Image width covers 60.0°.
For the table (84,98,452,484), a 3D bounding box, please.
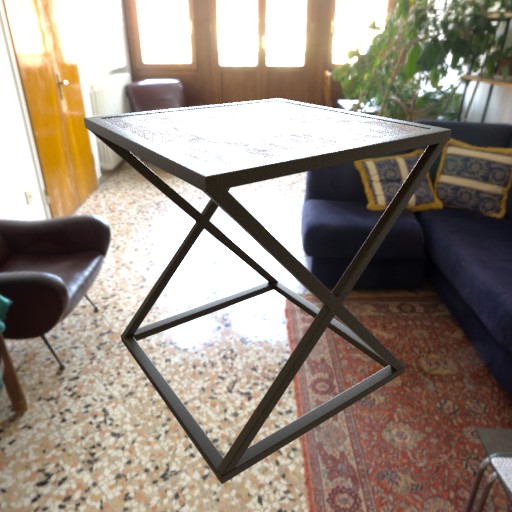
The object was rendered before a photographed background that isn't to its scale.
[{"bbox_3d":[0.000,0.000,0.967,0.500,0.565,0.500,-18,32,-31],"label":"table"}]
